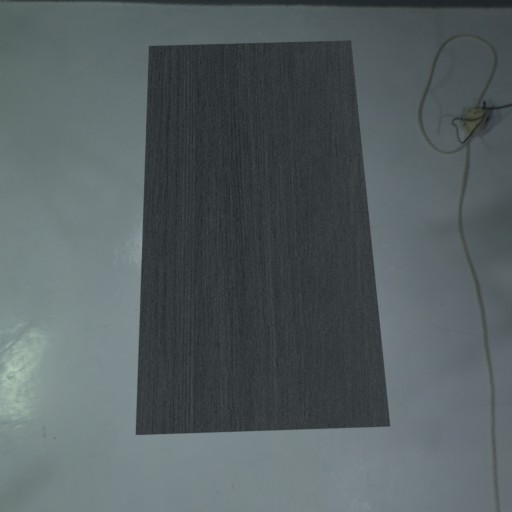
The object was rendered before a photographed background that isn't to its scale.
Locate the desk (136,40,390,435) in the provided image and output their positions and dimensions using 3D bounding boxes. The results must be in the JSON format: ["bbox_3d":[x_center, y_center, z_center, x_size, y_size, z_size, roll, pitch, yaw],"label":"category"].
[{"bbox_3d":[0.000,0.000,1.327,0.498,0.724,0.893,-2,75,0],"label":"desk"}]
